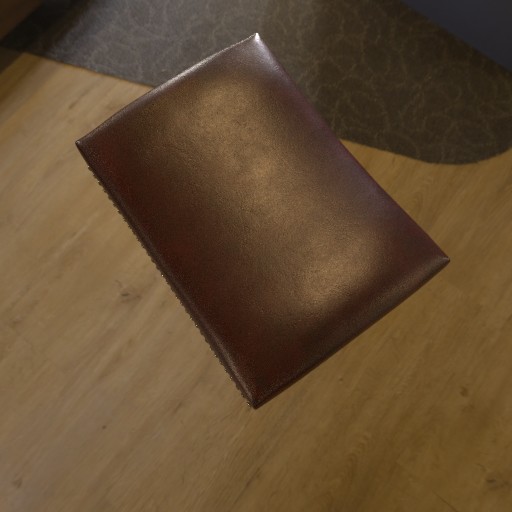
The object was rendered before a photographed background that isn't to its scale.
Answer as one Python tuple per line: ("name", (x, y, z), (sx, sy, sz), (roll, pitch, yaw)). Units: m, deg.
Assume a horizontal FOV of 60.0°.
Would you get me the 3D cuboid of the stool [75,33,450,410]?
("stool", (0.000, 0.000, 1.003), (0.372, 0.742, 0.504), (-35, 78, -8))
